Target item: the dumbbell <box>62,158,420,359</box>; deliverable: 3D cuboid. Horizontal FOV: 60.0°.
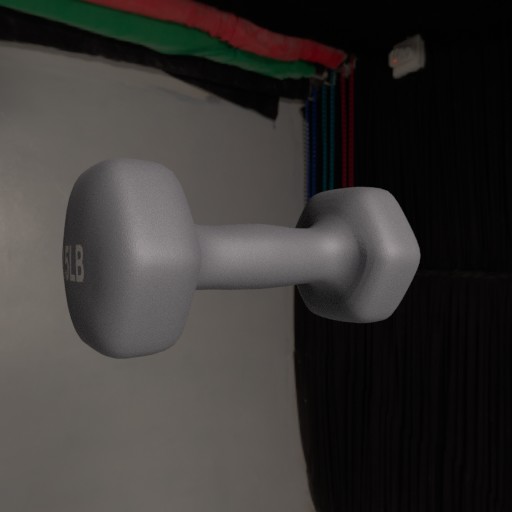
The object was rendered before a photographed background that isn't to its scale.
[{"bbox_3d":[0.000,0.000,0.303,0.240,0.105,0.116,-1,1,-35],"label":"dumbbell"}]
